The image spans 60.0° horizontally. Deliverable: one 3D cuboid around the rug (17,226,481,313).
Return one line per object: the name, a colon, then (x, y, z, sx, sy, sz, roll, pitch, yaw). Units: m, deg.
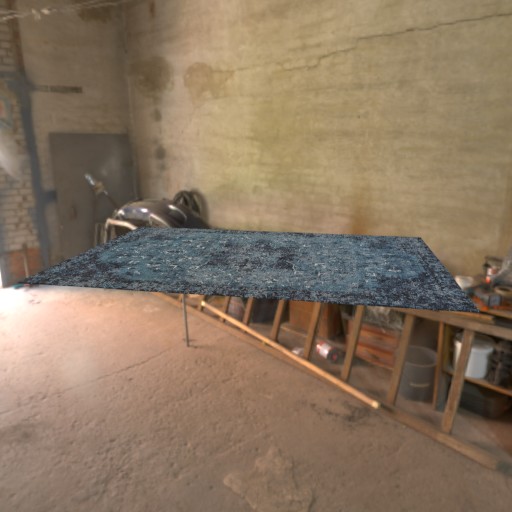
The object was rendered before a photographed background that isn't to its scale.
rug: (0.000, 0.000, 2.292, 1.828, 0.005, 1.219, 3, 15, 10)
